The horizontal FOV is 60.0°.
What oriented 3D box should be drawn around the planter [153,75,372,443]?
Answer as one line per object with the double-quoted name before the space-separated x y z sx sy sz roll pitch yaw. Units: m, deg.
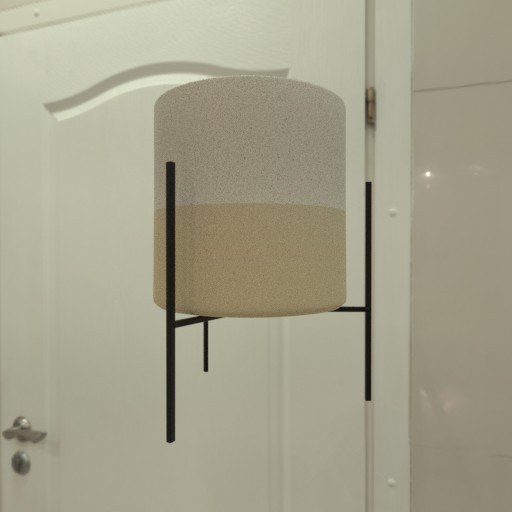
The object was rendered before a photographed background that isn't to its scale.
"planter" 0.000 0.000 0.540 0.263 0.362 0.267 0 0 19
